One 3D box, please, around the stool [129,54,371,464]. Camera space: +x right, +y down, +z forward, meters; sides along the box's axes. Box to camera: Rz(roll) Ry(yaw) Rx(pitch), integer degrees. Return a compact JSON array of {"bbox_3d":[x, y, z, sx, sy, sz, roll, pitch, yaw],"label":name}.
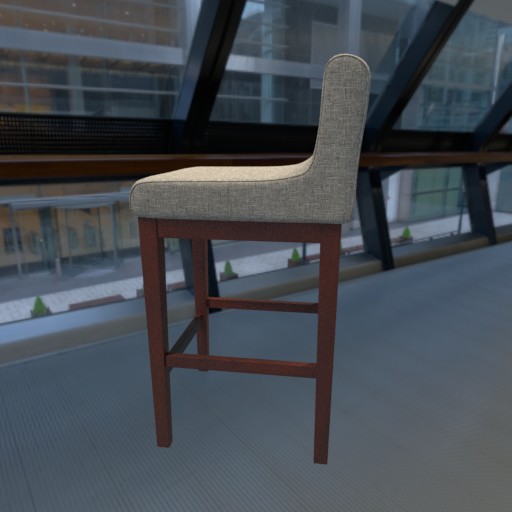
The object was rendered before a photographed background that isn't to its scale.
[{"bbox_3d":[0.000,0.000,1.068,0.459,0.835,0.417,2,15,8],"label":"stool"}]
